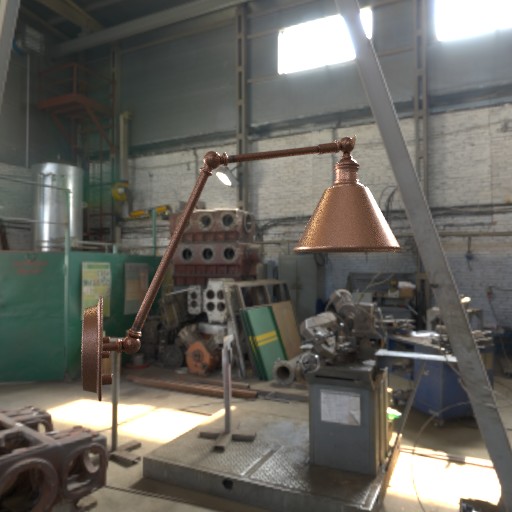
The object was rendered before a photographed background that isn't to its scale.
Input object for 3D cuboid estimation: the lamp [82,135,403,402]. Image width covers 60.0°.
[{"bbox_3d":[0.000,0.000,0.866,0.624,0.502,0.223,0,-2,-19],"label":"lamp"}]
